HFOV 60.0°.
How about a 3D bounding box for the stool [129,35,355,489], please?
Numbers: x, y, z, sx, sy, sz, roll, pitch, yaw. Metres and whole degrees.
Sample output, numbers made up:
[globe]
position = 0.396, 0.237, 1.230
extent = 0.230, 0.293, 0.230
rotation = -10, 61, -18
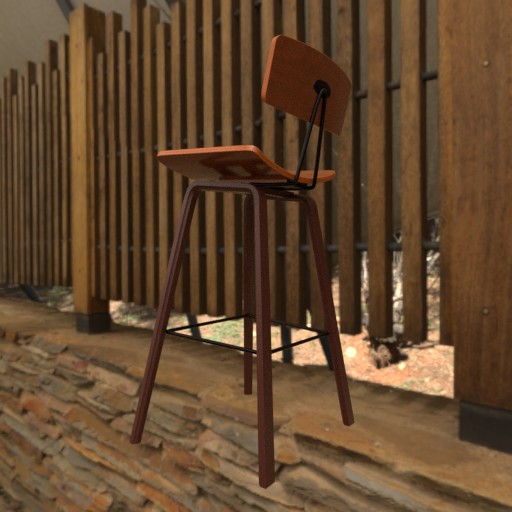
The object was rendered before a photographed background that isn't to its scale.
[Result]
[stool]
position = 0.000, 0.000, 1.214
extent = 0.440, 0.969, 0.509
rotation = 1, 1, 37
